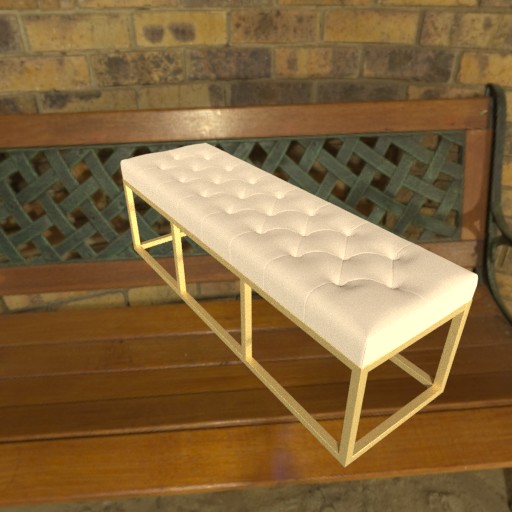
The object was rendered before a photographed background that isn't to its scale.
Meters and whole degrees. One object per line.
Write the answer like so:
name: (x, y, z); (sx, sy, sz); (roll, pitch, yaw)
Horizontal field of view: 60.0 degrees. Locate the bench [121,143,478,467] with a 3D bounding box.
bench: (0.000, 0.000, 1.723); (0.457, 0.484, 1.473); (-21, 37, -30)
